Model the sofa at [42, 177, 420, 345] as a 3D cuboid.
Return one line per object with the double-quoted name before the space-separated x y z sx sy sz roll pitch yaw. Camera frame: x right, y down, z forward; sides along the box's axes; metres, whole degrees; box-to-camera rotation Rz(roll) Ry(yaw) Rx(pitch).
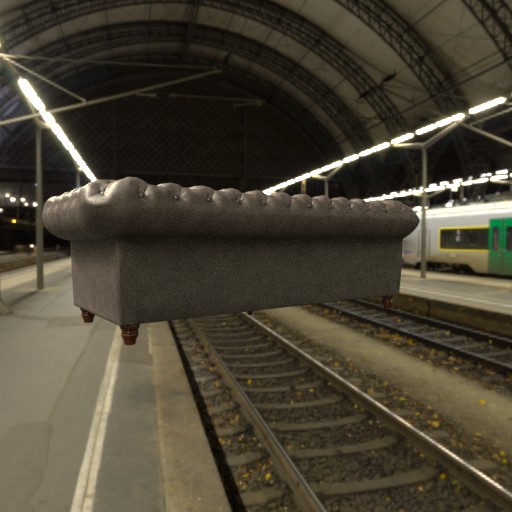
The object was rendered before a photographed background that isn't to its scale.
"sofa" 0.000 0.000 2.878 2.385 0.783 0.944 -1 2 -36
